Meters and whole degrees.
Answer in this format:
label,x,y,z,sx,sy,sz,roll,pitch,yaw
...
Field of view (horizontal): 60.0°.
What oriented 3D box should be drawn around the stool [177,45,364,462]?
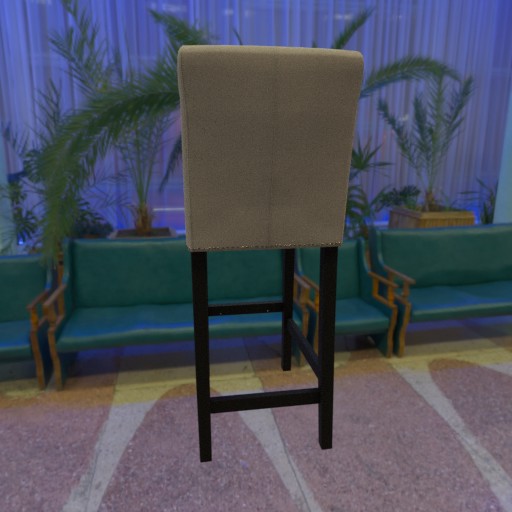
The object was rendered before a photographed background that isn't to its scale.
label,x,y,z,sx,sy,sz,roll,pitch,yaw
stool,0.000,0.000,1.307,0.411,1.047,0.548,-2,15,-9
